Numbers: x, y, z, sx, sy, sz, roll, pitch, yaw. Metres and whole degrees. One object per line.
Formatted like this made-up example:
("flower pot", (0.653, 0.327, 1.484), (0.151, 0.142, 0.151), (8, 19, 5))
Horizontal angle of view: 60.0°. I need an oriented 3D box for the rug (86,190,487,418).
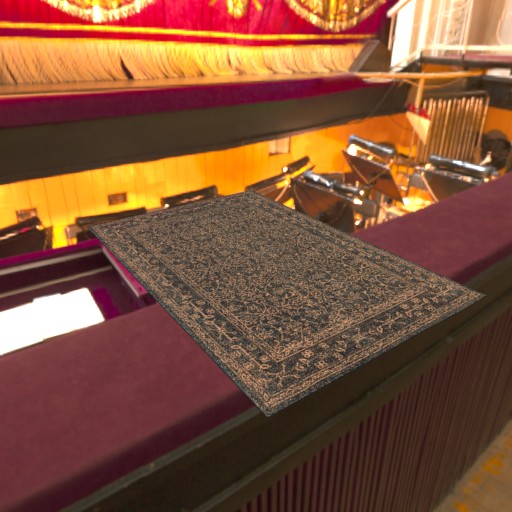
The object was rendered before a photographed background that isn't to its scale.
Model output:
("rug", (0.000, 0.000, 2.295), (1.200, 0.005, 1.819), (-18, 31, -31))
